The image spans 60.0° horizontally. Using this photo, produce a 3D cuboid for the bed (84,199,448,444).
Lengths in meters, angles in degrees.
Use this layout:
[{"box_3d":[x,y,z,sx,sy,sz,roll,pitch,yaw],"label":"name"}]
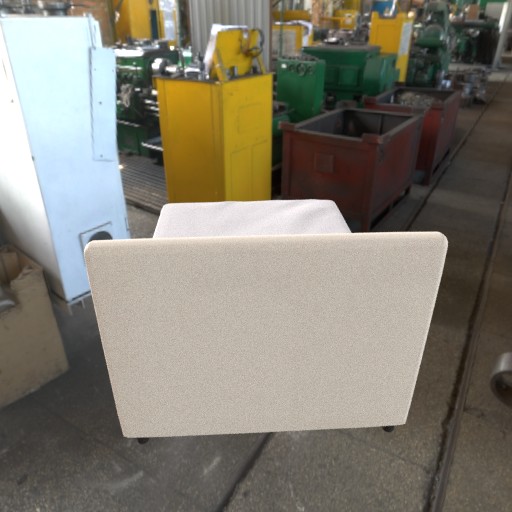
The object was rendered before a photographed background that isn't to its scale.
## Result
[{"box_3d":[0.000,0.000,3.198,1.713,1.330,2.142,-2,29,-3],"label":"bed"}]
